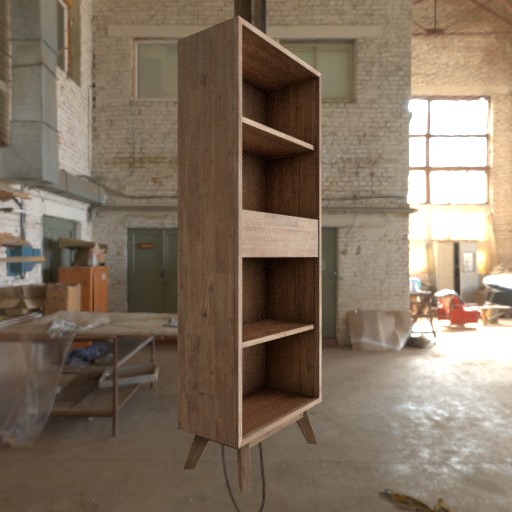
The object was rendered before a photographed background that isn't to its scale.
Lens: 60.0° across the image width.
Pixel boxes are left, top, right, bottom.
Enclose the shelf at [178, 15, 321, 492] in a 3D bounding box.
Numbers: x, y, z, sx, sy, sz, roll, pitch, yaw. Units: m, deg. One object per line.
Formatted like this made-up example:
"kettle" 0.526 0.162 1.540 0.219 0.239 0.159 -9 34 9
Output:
"shelf" 0.000 0.000 1.505 0.267 1.342 0.491 0 0 36
